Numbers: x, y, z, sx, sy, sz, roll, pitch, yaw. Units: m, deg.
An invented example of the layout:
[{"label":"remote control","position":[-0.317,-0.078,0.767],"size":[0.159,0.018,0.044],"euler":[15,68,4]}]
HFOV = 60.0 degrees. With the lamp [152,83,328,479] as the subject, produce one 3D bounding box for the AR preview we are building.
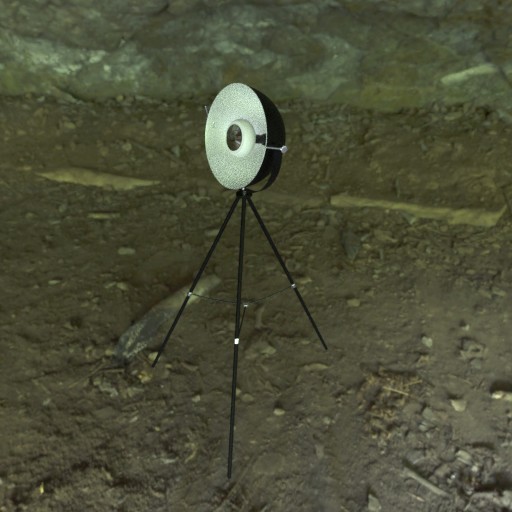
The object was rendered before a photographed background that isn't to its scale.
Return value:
[{"label":"lamp","position":[0.000,0.000,2.031],"size":[0.920,1.512,0.817],"euler":[-21,37,-32]}]
